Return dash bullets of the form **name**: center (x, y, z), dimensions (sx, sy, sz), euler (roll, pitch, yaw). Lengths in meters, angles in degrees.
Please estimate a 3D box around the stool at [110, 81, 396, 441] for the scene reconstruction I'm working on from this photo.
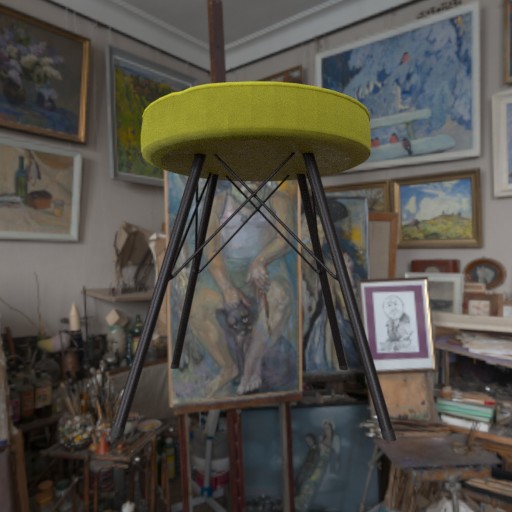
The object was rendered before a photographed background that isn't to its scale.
- **stool**: center (0.000, 0.000, 0.812), dimensions (0.409, 0.508, 0.409), euler (0, 0, 2)
